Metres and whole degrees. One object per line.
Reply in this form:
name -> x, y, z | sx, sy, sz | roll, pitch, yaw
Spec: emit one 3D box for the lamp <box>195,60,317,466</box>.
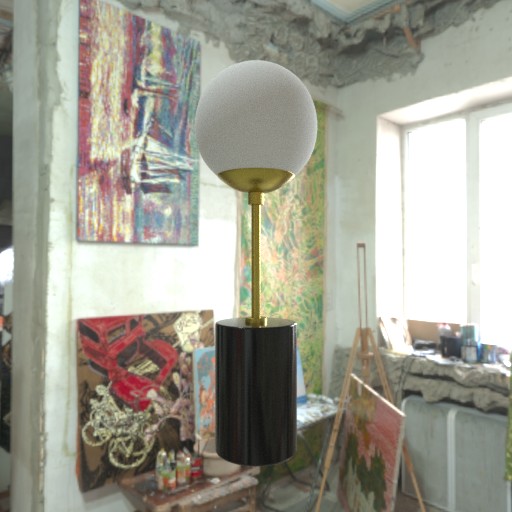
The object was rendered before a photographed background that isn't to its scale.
lamp -> 0.000, 0.000, 0.557 | 0.153, 0.480, 0.153 | 0, -1, 0
